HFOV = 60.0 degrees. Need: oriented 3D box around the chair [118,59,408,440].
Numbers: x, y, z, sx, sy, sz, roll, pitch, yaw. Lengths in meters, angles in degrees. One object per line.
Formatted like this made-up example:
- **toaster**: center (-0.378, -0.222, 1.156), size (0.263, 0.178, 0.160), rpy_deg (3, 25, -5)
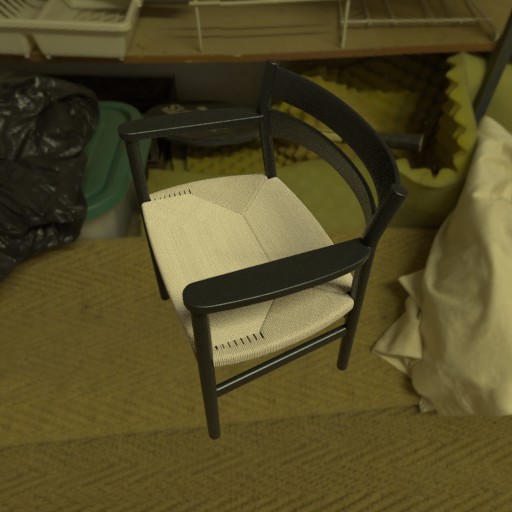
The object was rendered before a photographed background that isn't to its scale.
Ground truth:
- **chair**: center (0.000, 0.000, 1.186), size (0.508, 0.775, 0.630), rpy_deg (-18, 51, -15)
